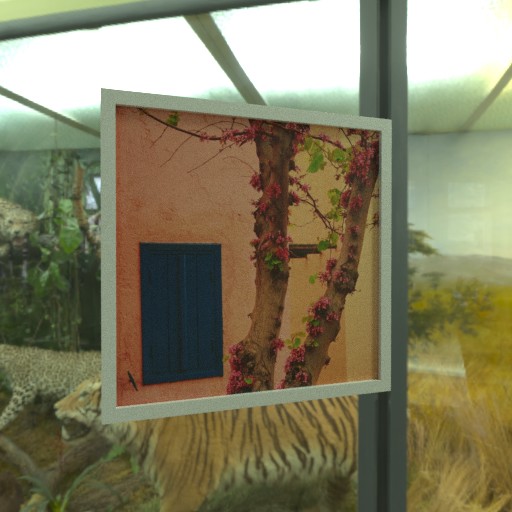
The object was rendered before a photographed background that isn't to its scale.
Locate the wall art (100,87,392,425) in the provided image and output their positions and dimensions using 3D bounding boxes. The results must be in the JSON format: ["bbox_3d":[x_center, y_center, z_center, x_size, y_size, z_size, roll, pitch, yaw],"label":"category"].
[{"bbox_3d":[0.000,0.000,0.462,0.305,0.302,0.038,0,1,-19],"label":"wall art"}]
